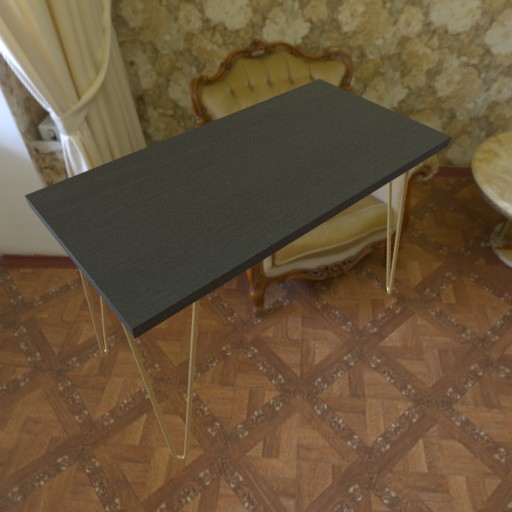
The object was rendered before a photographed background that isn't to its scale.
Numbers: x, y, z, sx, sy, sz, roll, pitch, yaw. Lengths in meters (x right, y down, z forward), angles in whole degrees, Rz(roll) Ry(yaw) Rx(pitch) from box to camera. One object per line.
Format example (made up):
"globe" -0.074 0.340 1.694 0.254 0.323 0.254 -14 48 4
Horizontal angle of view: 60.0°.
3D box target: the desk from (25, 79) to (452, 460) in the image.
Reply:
"desk" 0.000 0.000 1.357 0.991 0.660 0.499 -31 53 -28
